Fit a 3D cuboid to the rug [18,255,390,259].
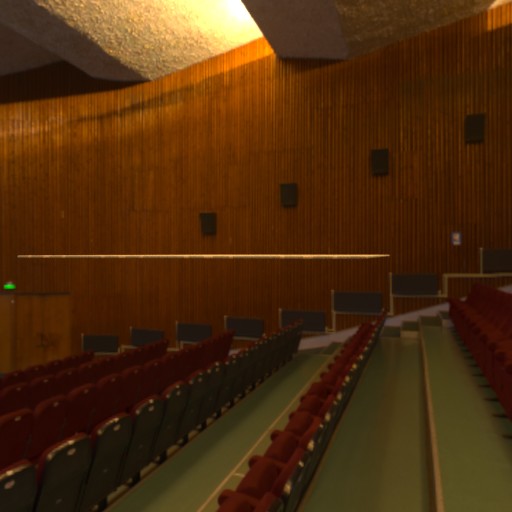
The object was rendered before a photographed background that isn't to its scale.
[{"bbox_3d":[0.000,0.000,2.640,1.451,0.010,2.080,0,0,19],"label":"rug"}]
